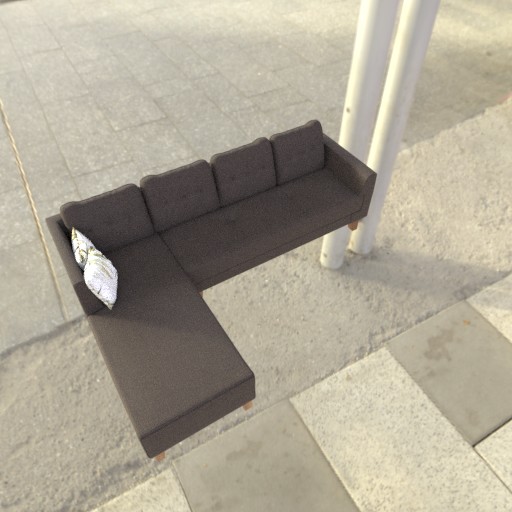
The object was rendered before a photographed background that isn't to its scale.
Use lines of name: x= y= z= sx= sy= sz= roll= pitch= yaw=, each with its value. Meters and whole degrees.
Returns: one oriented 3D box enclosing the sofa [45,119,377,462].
sofa: x=0.000 y=0.000 z=3.542 sx=2.679 sy=0.932 sz=1.829 roll=-24 pitch=52 yaw=-21
